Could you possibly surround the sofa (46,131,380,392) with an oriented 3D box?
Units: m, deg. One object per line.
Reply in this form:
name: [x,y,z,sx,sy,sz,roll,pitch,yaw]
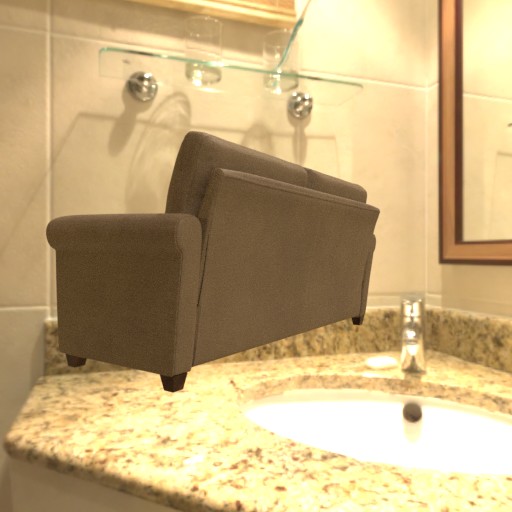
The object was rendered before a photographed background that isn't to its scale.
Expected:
sofa: [0.000,0.000,2.433,0.842,0.942,1.935,0,0,34]
